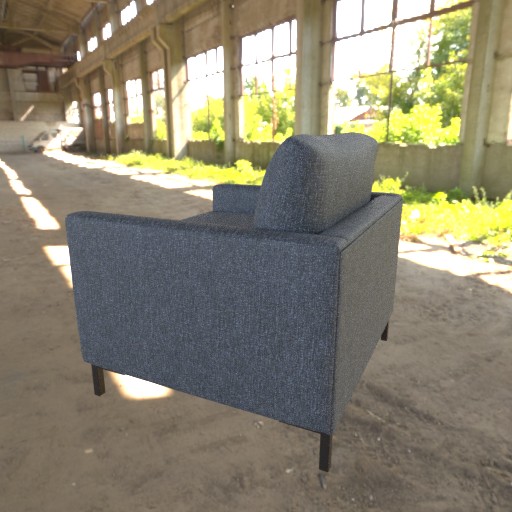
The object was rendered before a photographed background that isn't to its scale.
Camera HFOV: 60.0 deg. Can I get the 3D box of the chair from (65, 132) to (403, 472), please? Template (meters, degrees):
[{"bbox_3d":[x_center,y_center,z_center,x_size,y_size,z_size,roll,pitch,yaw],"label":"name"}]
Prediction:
[{"bbox_3d":[0.000,0.000,1.599,0.866,0.861,0.963,7,17,25],"label":"chair"}]
